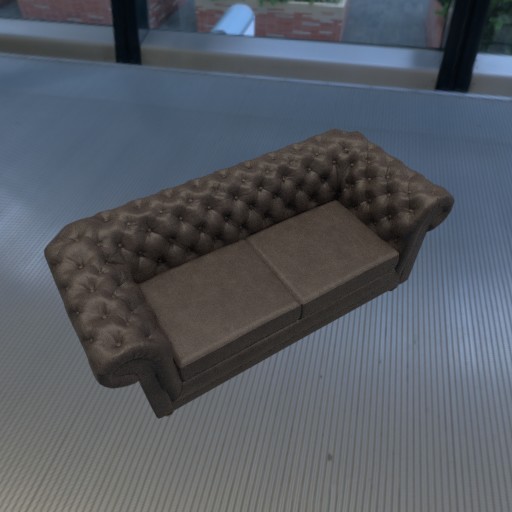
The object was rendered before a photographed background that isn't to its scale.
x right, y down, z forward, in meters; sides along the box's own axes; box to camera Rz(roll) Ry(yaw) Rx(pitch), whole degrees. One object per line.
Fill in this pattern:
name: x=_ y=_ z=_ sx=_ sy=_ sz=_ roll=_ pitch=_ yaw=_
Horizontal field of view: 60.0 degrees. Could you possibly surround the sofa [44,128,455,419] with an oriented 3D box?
sofa: x=0.000 y=0.000 z=2.553 sx=2.048 sy=0.779 sz=0.944 roll=-24 pitch=51 yaw=-22
